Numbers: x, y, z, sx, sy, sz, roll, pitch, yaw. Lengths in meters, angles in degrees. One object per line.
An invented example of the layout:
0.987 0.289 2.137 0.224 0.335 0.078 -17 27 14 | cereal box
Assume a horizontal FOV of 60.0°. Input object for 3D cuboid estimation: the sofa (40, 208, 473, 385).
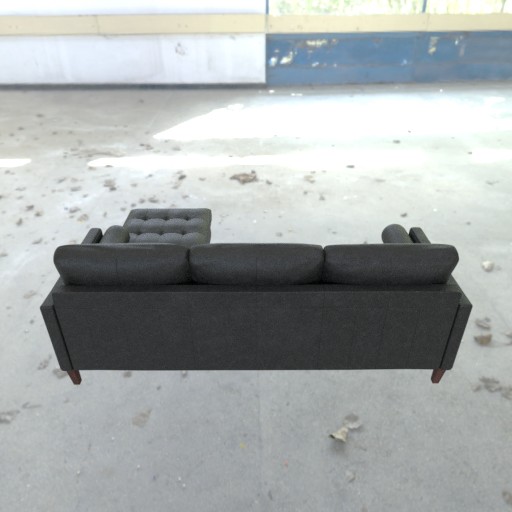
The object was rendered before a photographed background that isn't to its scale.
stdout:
0.000 0.000 2.920 2.178 0.876 1.497 0 32 0 | sofa
